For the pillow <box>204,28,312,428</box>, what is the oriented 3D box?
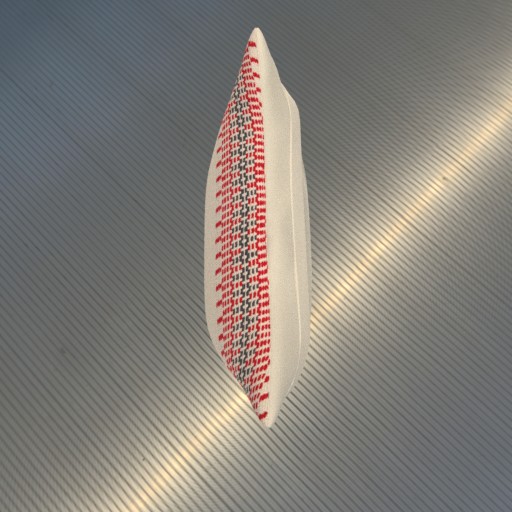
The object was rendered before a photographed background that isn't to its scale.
[{"bbox_3d":[0.000,0.000,0.702,0.160,0.454,0.463,-1,75,0],"label":"pillow"}]
